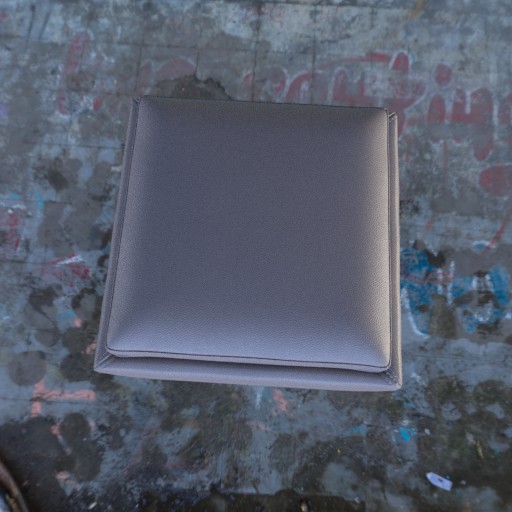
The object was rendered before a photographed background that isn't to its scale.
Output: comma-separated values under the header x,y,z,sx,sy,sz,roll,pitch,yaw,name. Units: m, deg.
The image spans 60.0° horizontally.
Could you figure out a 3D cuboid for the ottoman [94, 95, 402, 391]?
x,y,z,sx,sy,sz,roll,pitch,yaw,name
0.000,0.000,0.818,0.450,0.460,0.451,3,76,1,ottoman
